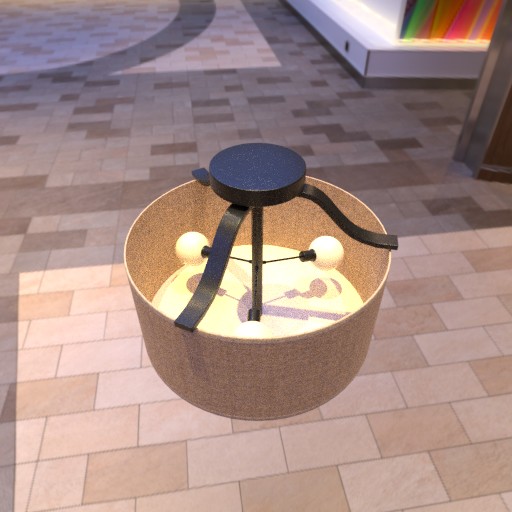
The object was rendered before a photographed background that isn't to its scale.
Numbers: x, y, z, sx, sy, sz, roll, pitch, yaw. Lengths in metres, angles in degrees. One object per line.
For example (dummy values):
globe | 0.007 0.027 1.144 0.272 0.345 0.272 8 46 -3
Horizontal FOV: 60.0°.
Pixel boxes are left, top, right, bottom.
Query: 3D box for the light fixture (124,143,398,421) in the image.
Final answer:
light fixture | 0.000 0.000 0.669 0.390 0.306 0.390 0 41 0
